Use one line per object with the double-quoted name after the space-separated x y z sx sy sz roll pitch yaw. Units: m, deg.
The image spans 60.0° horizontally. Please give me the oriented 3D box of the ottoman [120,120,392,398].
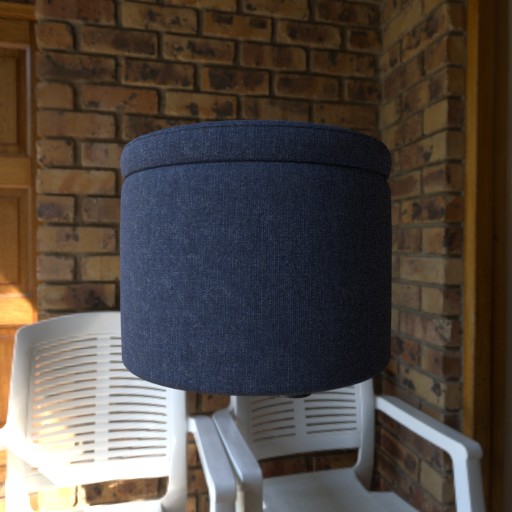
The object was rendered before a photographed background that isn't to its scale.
0.000 0.000 0.887 0.520 0.430 0.520 0 1 0 "ottoman"
